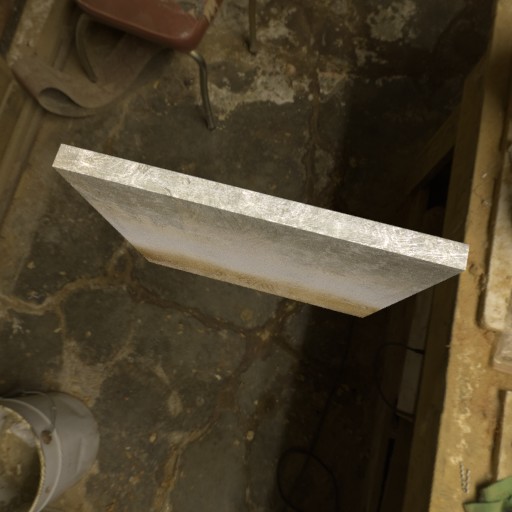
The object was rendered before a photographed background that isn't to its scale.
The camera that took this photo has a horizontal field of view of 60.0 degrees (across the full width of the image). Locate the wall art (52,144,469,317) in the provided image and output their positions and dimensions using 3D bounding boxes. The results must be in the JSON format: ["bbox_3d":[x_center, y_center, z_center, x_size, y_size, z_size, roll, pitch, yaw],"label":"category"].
[{"bbox_3d":[0.000,0.000,0.932,0.610,0.610,0.038,14,76,4],"label":"wall art"}]
